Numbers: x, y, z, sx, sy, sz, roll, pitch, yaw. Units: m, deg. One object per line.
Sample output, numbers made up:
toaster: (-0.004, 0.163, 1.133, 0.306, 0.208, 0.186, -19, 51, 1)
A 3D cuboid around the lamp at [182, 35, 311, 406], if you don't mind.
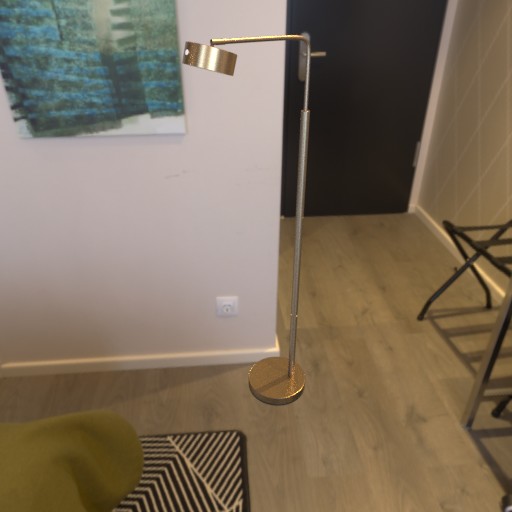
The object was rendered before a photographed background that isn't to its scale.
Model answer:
lamp: (0.000, 0.000, 1.377, 0.418, 1.230, 0.219, -20, 36, -30)
